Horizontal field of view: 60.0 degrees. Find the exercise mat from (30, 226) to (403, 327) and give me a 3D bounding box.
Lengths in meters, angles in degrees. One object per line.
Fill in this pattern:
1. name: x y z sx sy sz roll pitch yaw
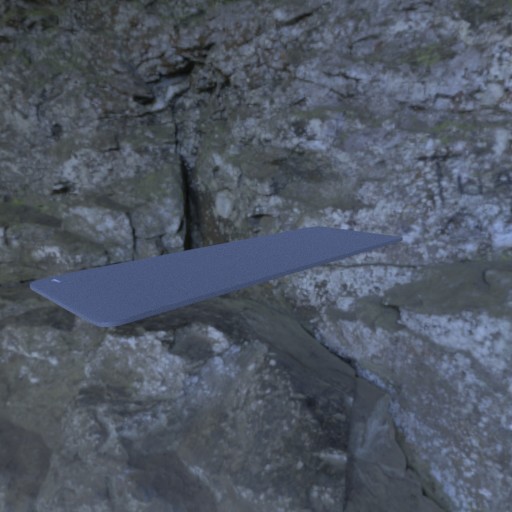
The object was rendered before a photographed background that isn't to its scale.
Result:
1. exercise mat: 0.000 0.000 2.119 0.616 0.021 1.884 12 18 42
